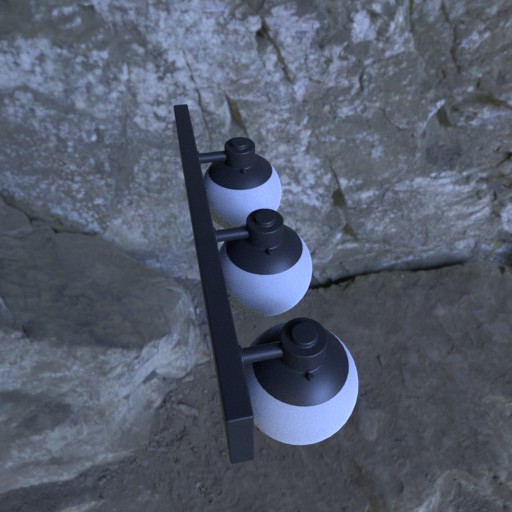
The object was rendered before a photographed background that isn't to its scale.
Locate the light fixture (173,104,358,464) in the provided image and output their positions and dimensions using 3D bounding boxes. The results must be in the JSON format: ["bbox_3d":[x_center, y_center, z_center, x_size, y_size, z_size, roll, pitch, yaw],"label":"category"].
[{"bbox_3d":[0.000,0.000,0.835,0.218,0.263,0.721,-9,47,-8],"label":"light fixture"}]
